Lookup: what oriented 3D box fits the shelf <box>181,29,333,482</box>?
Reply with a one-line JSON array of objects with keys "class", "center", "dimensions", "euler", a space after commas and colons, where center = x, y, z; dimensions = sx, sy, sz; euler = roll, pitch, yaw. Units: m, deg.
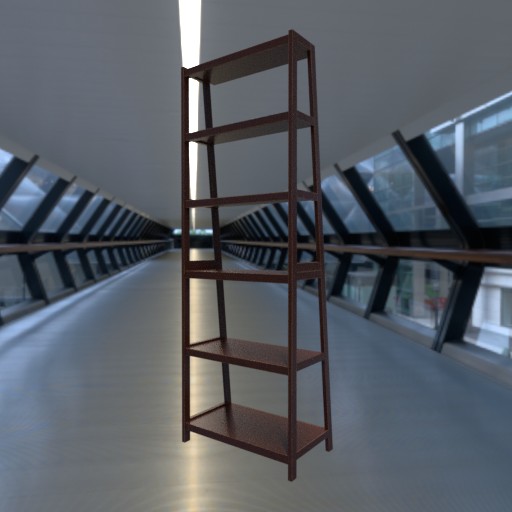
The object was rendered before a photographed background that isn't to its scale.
[{"class": "shelf", "center": [0.000, 0.000, 2.199], "dimensions": [0.660, 1.892, 0.381], "euler": [1, 1, 36]}]
